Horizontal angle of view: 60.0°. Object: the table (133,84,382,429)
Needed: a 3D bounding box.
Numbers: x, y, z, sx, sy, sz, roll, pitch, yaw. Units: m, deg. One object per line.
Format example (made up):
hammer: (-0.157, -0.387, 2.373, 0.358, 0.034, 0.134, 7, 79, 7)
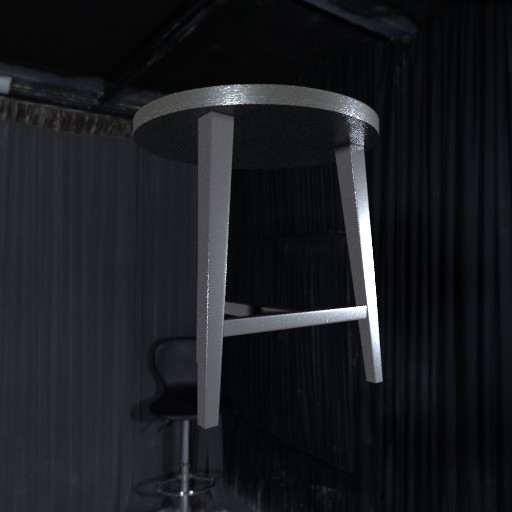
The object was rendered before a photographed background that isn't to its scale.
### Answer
table: (0.000, 0.000, 0.935, 0.500, 0.531, 0.500, 0, 0, 0)
